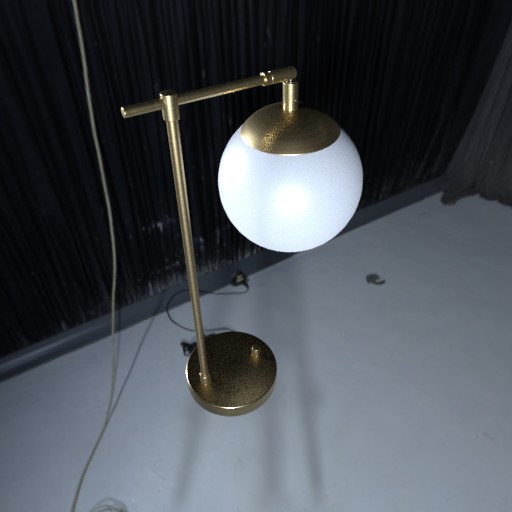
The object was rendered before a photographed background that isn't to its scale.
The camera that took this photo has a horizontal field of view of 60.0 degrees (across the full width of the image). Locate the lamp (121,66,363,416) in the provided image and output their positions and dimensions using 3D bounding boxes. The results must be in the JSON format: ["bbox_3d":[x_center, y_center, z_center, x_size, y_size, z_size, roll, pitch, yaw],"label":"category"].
[{"bbox_3d":[0.000,0.000,0.694,0.324,0.559,0.207,-24,46,-25],"label":"lamp"}]
